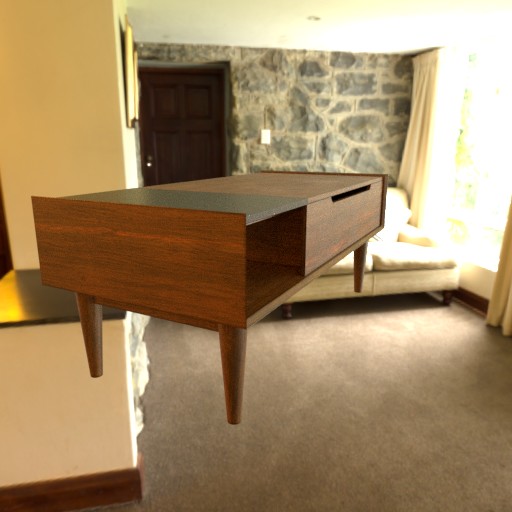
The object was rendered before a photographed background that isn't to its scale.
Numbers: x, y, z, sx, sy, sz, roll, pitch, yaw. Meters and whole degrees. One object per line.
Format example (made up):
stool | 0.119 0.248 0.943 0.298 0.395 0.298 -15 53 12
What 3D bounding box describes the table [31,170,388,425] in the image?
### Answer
table | 0.000 0.000 1.541 0.610 0.508 1.221 7 16 27
